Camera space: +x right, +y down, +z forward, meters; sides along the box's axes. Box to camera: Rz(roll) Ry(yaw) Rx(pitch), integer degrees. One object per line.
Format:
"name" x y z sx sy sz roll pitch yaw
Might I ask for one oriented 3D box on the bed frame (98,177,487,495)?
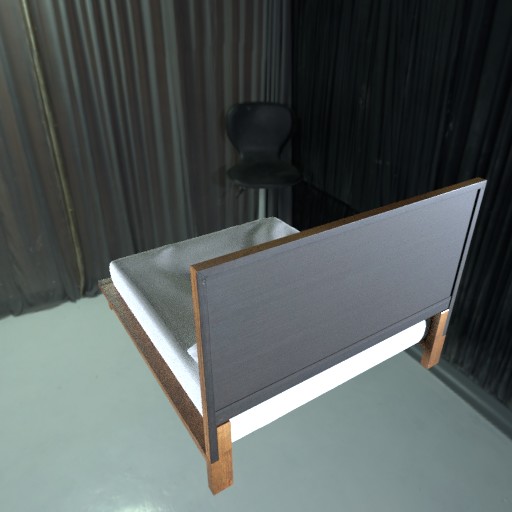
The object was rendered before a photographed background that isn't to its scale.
"bed frame" 0.000 0.000 3.515 2.038 1.537 2.235 -18 34 -28
